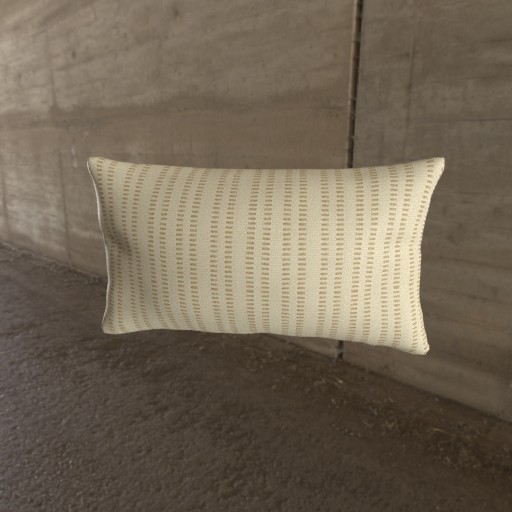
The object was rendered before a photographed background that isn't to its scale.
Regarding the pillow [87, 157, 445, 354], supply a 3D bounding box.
[{"bbox_3d":[0.000,0.000,0.809,0.640,0.353,0.210,2,14,8],"label":"pillow"}]
